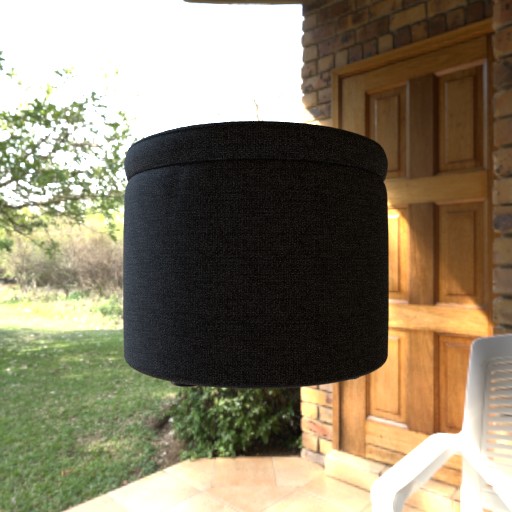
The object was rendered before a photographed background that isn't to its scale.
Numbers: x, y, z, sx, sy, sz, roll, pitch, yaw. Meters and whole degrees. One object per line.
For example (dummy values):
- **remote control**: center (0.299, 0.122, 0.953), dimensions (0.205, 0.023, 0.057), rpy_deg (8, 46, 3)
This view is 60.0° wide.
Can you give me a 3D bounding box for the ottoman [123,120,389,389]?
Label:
- **ottoman**: center (0.000, 0.000, 0.906), dimensions (0.520, 0.430, 0.520), rpy_deg (0, 0, 0)
